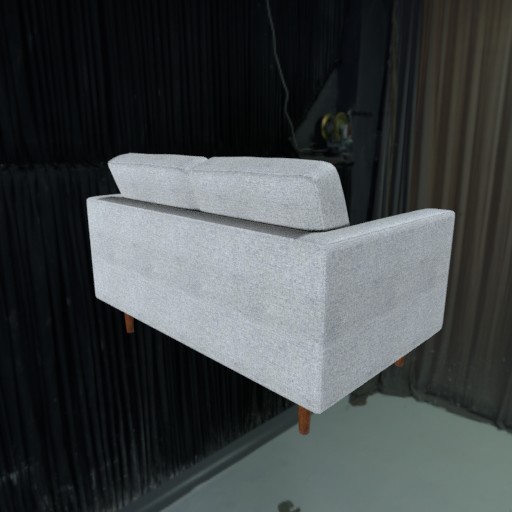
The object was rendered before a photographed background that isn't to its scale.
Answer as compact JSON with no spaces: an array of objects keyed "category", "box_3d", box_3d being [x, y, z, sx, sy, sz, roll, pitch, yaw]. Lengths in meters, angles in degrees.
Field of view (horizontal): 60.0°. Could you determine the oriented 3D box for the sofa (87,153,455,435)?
[{"category":"sofa","box_3d":[0.000,0.000,2.165,0.969,0.973,1.527,-14,20,-43]}]
